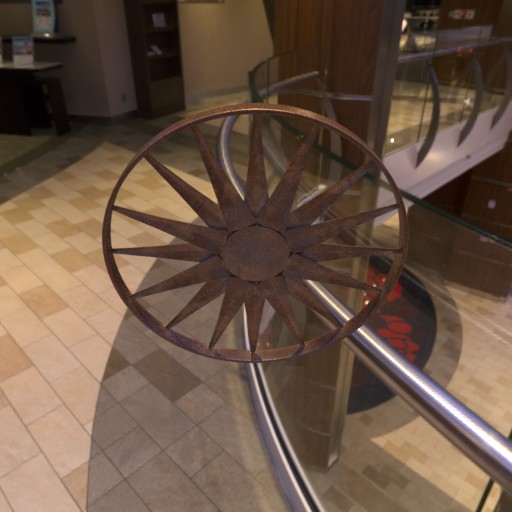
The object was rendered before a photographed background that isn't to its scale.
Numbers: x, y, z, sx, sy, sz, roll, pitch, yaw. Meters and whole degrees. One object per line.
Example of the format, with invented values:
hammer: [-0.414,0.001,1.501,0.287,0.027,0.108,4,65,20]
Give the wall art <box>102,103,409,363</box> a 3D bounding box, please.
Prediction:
wall art: [0.000,0.000,0.870,0.582,0.583,0.084,-1,30,-1]
